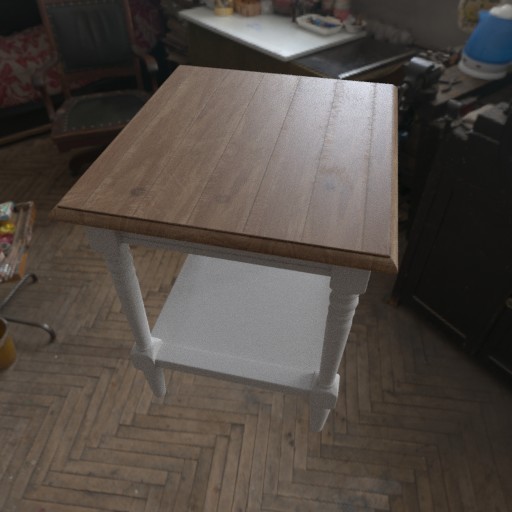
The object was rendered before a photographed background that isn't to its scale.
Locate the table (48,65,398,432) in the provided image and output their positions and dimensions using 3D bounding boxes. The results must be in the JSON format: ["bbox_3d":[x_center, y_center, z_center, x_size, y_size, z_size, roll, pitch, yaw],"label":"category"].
[{"bbox_3d":[0.000,0.000,0.921,0.457,0.561,0.508,9,45,9],"label":"table"}]
